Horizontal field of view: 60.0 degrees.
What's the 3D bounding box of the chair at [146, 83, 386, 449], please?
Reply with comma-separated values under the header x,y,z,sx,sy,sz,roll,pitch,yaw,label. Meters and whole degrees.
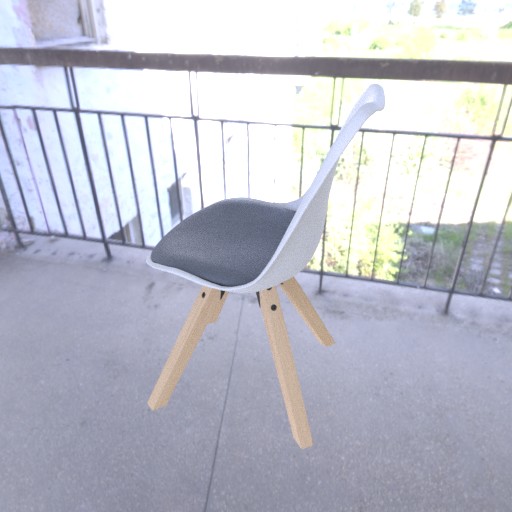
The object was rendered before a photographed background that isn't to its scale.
x,y,z,sx,sy,sz,roll,pitch,yaw,label
0.000,0.000,1.172,0.550,0.850,0.485,9,31,14,chair
